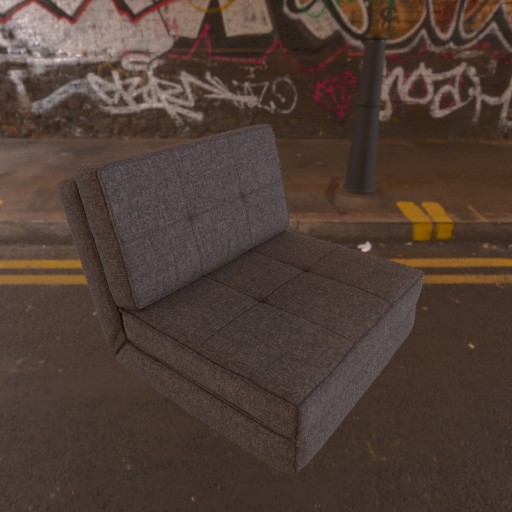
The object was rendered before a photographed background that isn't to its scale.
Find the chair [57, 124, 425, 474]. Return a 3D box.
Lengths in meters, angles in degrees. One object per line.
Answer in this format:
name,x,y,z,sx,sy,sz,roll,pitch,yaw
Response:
chair,0.000,0.000,1.309,0.800,0.615,0.740,20,33,33
